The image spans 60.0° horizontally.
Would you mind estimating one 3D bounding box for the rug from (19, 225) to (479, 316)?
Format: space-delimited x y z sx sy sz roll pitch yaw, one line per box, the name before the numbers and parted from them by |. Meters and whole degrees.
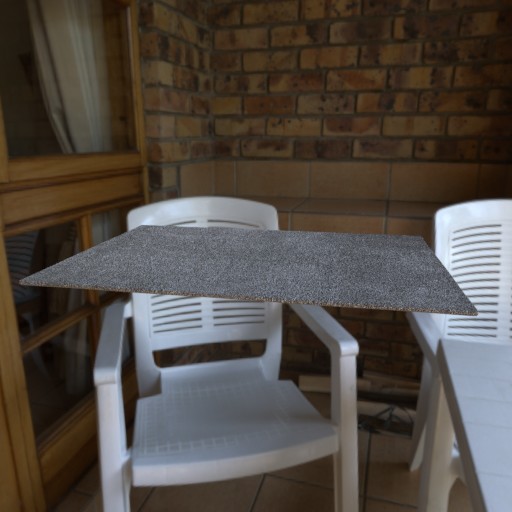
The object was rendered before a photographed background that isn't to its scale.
rug | 0.000 0.000 3.393 2.699 0.026 1.802 3 16 10
